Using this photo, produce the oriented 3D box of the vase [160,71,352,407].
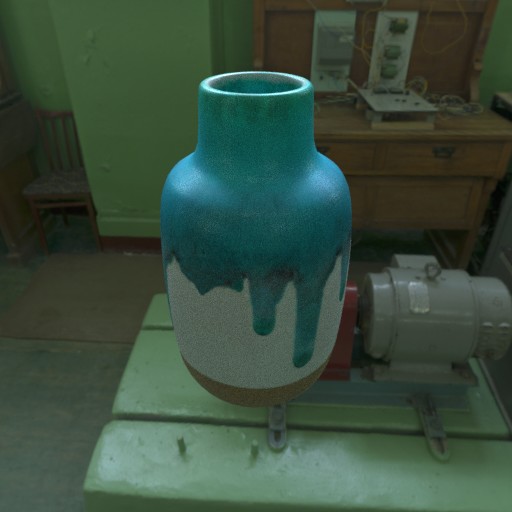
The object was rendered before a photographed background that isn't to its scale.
[{"bbox_3d":[0.000,0.000,0.257,0.106,0.192,0.106,0,33,0],"label":"vase"}]
